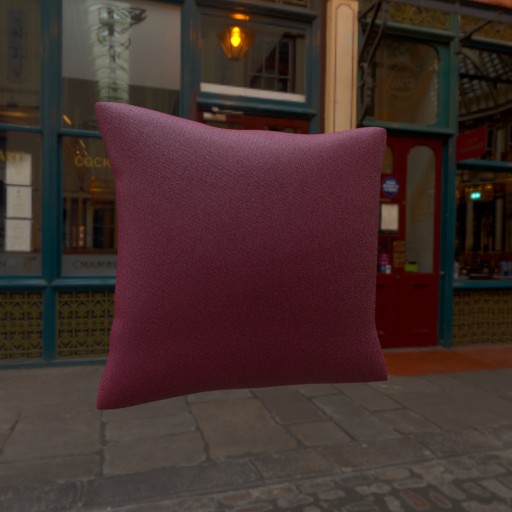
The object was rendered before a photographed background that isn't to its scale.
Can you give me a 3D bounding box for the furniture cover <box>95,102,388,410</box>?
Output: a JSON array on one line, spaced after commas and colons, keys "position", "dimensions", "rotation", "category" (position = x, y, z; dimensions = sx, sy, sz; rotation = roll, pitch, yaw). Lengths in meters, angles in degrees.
[{"position": [0.000, 0.000, 0.807], "dimensions": [0.552, 0.509, 0.193], "rotation": [0, 0, -17], "category": "furniture cover"}]
